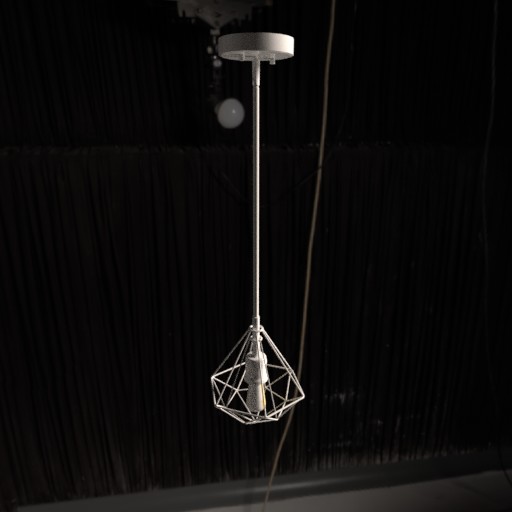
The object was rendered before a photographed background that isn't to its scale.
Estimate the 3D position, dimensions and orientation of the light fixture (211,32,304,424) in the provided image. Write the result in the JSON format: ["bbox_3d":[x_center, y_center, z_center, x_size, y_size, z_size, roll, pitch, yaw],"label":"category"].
[{"bbox_3d":[0.000,0.000,1.986,0.431,1.764,0.487,-3,17,-9],"label":"light fixture"}]
